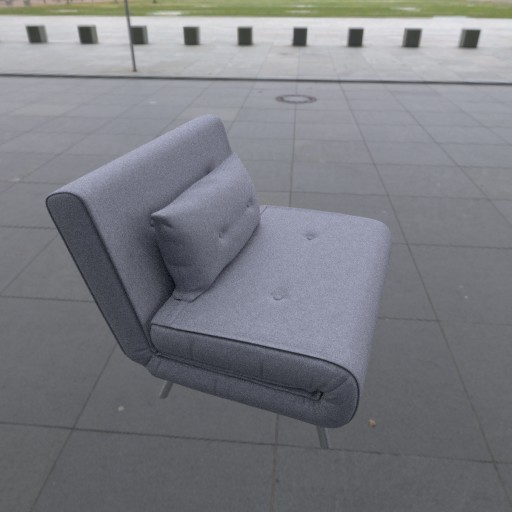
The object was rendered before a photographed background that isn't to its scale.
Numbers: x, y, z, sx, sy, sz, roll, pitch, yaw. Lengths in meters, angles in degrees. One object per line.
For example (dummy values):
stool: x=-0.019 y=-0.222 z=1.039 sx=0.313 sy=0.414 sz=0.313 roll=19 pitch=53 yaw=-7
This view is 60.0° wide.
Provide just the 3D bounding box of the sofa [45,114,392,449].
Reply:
sofa: x=0.000 y=0.000 z=1.766 sx=1.000 sy=0.825 sz=1.020 roll=11 pitch=33 yaw=17
